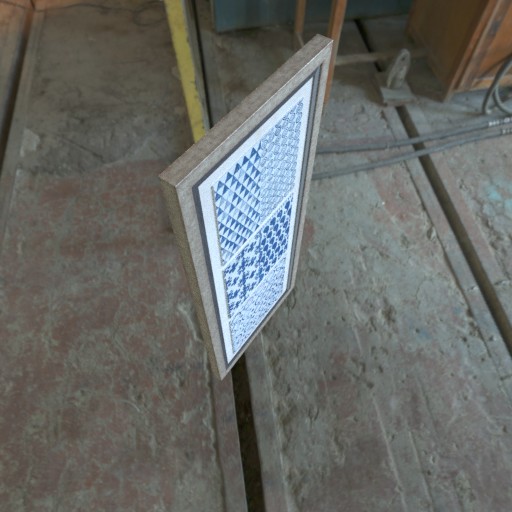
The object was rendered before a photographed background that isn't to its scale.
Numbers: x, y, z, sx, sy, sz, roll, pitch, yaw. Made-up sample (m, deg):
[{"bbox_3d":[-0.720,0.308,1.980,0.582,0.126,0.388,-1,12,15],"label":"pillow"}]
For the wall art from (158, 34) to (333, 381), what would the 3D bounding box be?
[{"bbox_3d":[0.000,0.000,1.707,0.051,1.461,0.648,32,64,18],"label":"wall art"}]
